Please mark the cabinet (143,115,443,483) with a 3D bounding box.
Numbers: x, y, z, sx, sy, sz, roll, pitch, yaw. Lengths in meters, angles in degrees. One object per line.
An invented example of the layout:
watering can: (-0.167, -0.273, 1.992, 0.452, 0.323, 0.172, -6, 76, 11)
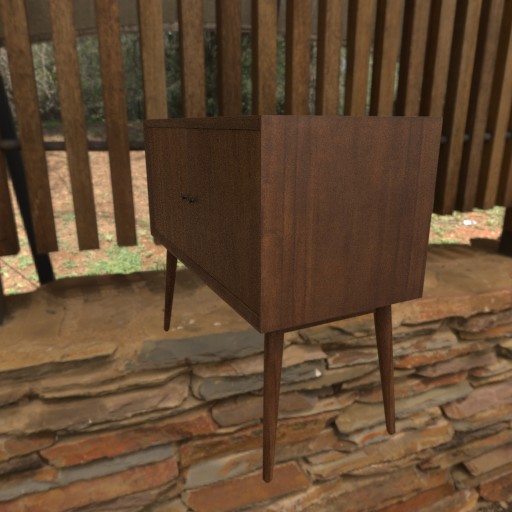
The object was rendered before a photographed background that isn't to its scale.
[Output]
cabinet: (0.000, 0.000, 1.104, 0.354, 0.654, 0.743, -8, 18, -25)
